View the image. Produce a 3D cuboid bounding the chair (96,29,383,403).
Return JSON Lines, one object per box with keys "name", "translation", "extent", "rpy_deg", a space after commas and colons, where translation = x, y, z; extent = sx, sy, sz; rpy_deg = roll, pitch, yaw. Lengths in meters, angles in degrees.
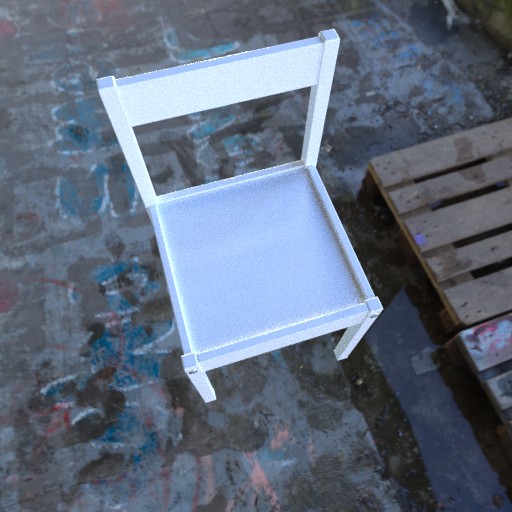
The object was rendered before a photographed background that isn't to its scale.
{"name": "chair", "translation": [0.000, 0.000, 0.673], "extent": [0.285, 0.505, 0.285], "rpy_deg": [-16, 64, -8]}
